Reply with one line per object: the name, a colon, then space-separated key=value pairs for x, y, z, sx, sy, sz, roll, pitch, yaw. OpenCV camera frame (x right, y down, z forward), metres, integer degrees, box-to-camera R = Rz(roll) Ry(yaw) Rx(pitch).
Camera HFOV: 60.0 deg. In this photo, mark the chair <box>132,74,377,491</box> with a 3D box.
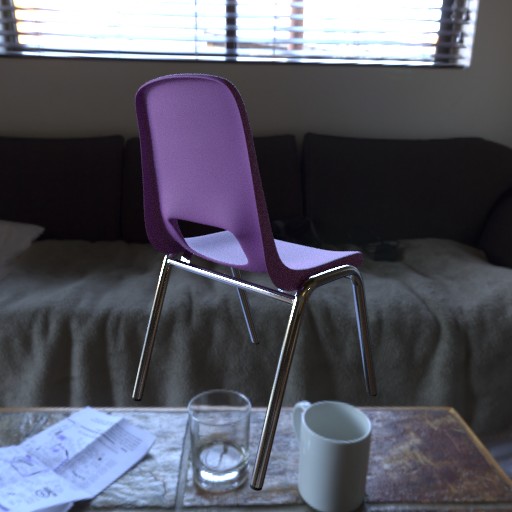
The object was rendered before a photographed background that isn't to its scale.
chair: x=0.000 y=0.000 z=0.680 sx=0.291 sy=0.493 sz=0.301 roll=14 pitch=21 yaw=42
